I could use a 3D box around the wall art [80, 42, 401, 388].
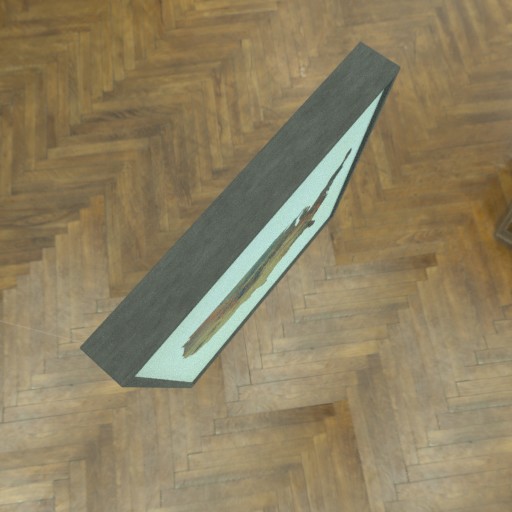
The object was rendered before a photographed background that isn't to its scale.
[{"bbox_3d":[0.000,0.000,0.451,0.038,0.302,0.303,38,77,10],"label":"wall art"}]
